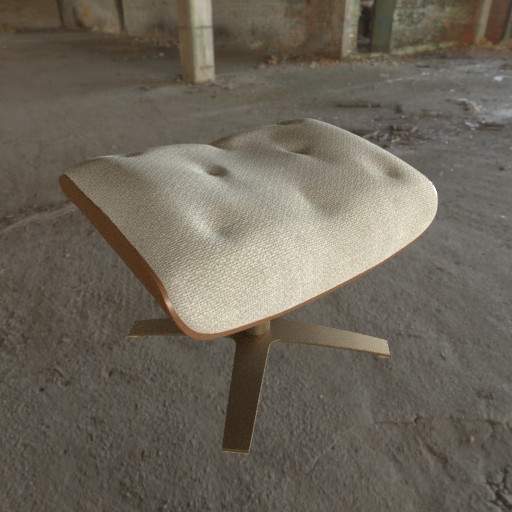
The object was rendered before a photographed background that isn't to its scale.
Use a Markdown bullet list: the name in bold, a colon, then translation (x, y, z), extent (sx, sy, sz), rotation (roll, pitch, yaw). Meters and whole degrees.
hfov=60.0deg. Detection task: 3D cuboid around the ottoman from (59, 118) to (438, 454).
- **ottoman**: translation (0.000, 0.000, 0.792), extent (0.520, 0.391, 0.394), rotation (-22, 36, -32)
